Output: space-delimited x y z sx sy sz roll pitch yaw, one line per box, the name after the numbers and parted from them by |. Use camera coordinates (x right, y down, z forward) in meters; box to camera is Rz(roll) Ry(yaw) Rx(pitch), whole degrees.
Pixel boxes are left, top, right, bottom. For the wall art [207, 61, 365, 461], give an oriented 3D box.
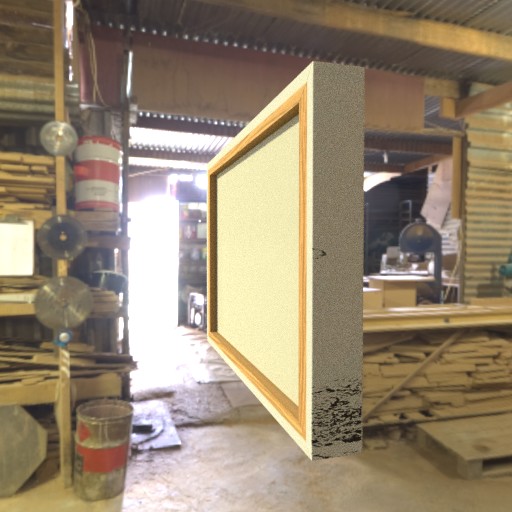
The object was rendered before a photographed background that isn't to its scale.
0.000 0.000 0.474 0.038 0.259 0.381 0 1 -16 | wall art
